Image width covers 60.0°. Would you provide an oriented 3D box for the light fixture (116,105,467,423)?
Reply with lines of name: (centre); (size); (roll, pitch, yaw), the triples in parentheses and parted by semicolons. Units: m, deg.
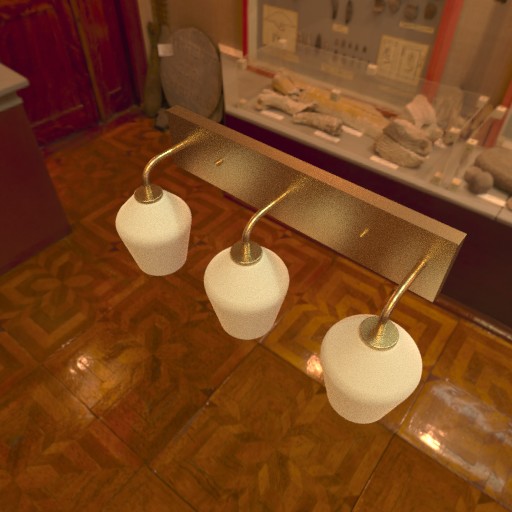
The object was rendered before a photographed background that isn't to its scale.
light fixture: (0.000, 0.000, 0.726); (0.609, 0.280, 0.190); (31, 53, 27)
